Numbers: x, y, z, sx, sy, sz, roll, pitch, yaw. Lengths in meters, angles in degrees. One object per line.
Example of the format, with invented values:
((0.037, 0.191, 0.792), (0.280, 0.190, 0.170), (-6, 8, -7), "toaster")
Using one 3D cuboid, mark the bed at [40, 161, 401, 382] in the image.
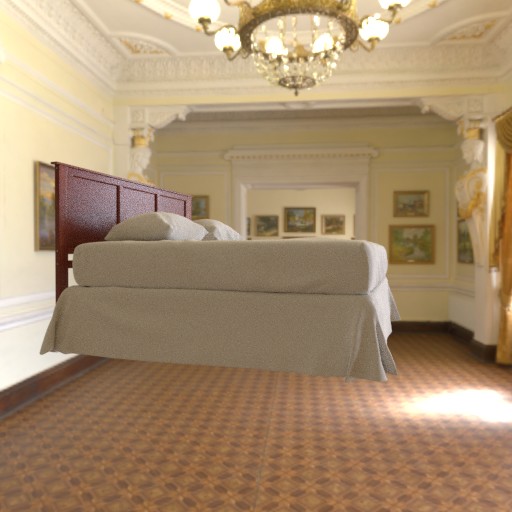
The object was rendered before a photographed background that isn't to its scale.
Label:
((0.000, 0.000, 3.584), (2.219, 1.271, 2.314), (0, 1, 19), "bed")
